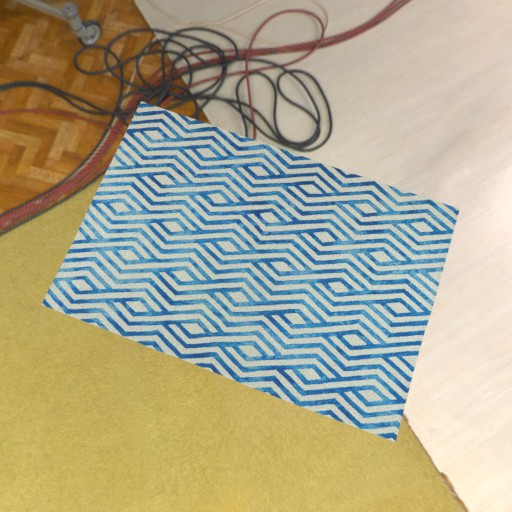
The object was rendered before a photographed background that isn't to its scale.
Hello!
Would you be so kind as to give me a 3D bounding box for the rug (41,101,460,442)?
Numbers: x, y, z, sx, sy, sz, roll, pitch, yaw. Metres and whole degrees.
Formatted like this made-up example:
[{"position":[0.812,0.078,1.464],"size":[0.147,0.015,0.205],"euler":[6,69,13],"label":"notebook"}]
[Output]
[{"position":[0.000,0.000,2.267],"size":[1.830,0.008,1.225],"euler":[20,77,5],"label":"rug"}]
